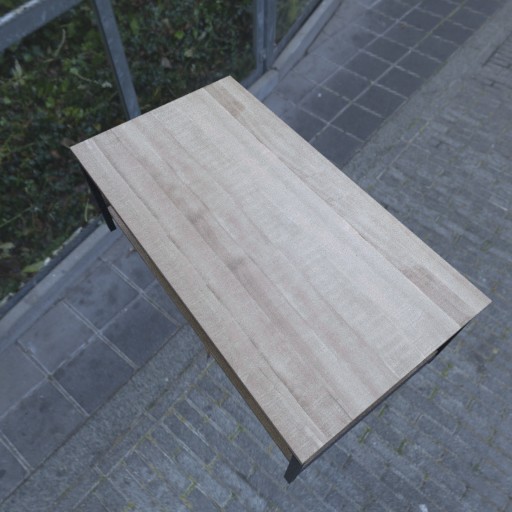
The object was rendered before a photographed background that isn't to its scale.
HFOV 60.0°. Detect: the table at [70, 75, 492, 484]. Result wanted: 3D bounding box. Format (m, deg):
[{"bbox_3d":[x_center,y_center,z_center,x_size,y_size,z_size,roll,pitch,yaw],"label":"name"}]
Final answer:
[{"bbox_3d":[0.000,0.000,1.330,0.574,0.393,1.062,-32,62,-19],"label":"table"}]
